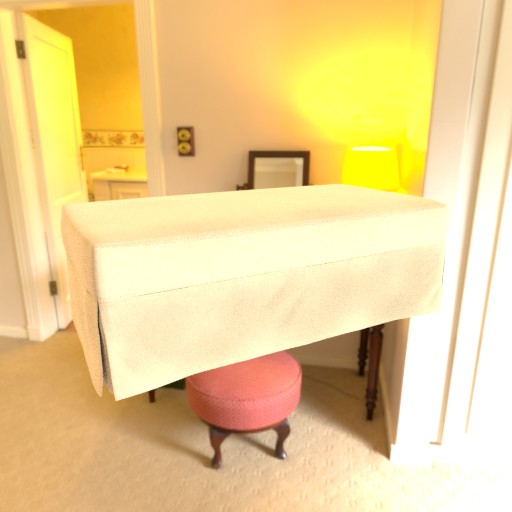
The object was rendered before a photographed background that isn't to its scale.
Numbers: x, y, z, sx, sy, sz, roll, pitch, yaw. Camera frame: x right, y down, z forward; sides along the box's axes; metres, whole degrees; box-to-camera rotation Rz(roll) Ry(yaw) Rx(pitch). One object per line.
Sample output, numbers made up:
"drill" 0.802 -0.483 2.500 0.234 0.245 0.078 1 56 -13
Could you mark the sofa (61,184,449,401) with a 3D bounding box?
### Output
"sofa" 0.000 0.000 2.151 1.677 0.552 0.939 -9 18 -27
